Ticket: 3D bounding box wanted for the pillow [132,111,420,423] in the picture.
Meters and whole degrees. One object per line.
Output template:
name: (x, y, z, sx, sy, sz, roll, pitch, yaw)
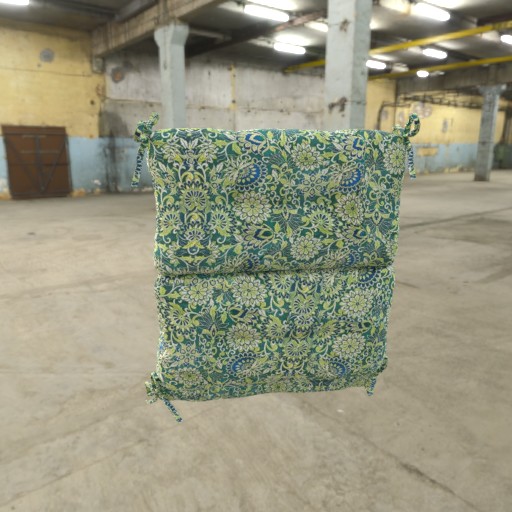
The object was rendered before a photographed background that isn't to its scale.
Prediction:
pillow: (0.000, 0.000, 1.041, 0.519, 0.605, 0.571, -2, 13, -9)
